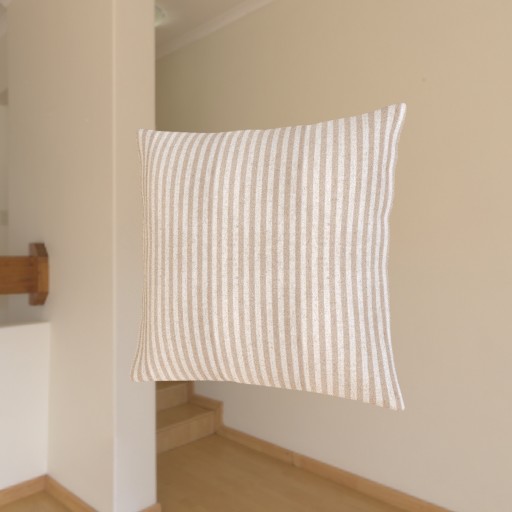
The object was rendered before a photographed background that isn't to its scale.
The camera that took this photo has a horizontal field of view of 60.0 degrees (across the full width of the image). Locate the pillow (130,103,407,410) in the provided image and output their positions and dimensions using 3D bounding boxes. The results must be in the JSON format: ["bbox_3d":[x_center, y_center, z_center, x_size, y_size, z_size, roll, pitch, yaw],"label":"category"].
[{"bbox_3d":[0.000,0.000,0.814,0.523,0.510,0.166,0,0,17],"label":"pillow"}]
